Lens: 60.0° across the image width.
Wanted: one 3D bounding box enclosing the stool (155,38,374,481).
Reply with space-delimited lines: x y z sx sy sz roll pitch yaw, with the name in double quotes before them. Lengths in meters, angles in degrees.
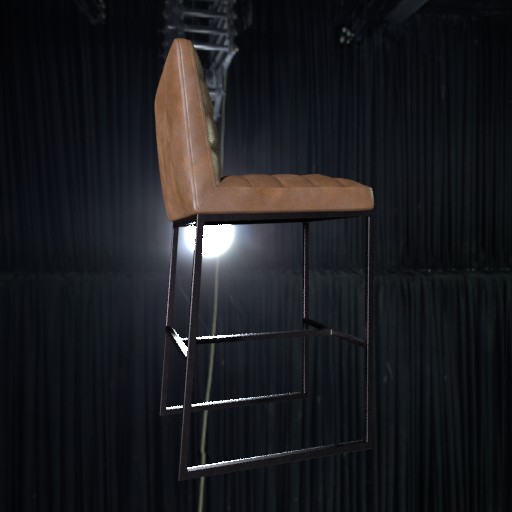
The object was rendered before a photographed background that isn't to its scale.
"stool" 0.000 0.000 1.341 0.562 1.065 0.463 -1 2 -18
